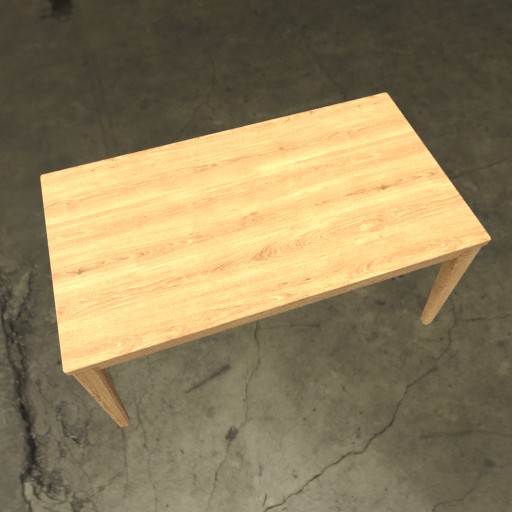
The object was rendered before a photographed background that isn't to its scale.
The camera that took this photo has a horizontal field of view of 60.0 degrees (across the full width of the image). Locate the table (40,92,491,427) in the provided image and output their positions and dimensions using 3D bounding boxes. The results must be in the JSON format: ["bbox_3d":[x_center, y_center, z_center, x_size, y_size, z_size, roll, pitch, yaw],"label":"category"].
[{"bbox_3d":[0.000,0.000,2.023,1.600,0.760,0.900,-16,61,-9],"label":"table"}]
